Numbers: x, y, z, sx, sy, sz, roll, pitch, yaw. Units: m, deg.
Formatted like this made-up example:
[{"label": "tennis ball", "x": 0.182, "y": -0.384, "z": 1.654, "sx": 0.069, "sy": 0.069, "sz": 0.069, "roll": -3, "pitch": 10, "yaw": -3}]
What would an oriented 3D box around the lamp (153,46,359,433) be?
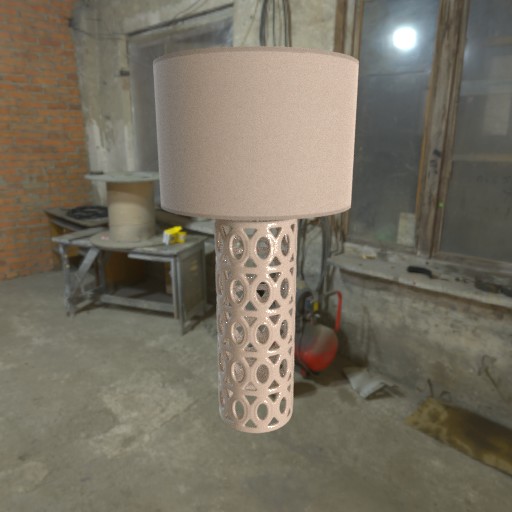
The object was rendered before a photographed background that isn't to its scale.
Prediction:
[{"label": "lamp", "x": 0.000, "y": 0.000, "z": 0.799, "sx": 0.325, "sy": 0.636, "sz": 0.324, "roll": 2, "pitch": 15, "yaw": 9}]
